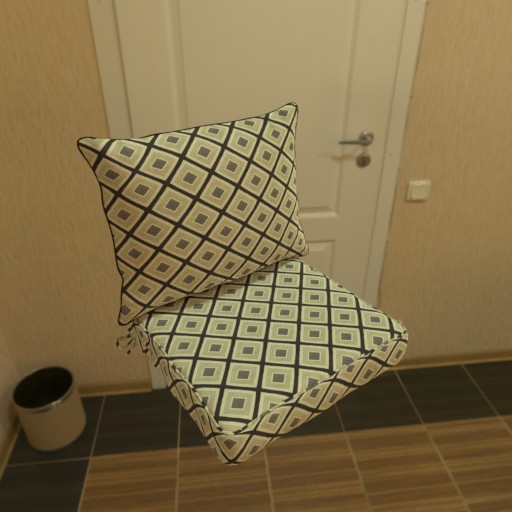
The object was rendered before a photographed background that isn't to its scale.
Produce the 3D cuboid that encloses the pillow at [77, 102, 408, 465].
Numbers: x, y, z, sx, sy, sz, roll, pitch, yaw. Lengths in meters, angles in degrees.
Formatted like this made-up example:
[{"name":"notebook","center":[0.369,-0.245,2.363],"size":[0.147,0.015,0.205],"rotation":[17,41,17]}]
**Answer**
[{"name":"pillow","center":[0.000,0.000,1.343],"size":[0.798,0.722,0.733],"rotation":[-20,36,-30]}]
